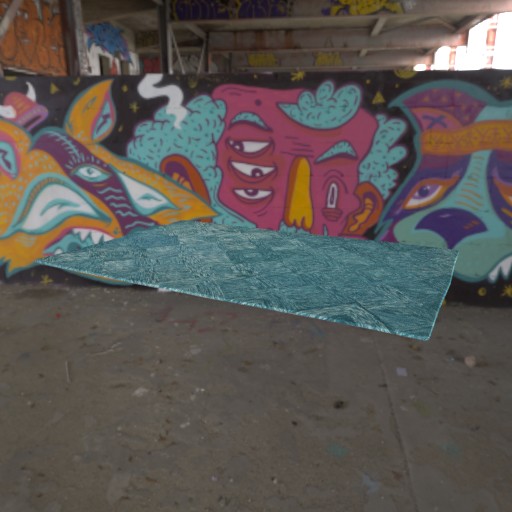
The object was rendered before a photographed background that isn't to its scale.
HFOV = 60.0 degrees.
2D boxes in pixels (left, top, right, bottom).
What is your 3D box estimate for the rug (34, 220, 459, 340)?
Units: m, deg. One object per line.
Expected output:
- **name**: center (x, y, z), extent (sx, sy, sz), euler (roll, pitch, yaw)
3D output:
- **rug**: center (0.000, 0.000, 2.132), extent (1.728, 0.017, 1.136), euler (8, 17, 27)
